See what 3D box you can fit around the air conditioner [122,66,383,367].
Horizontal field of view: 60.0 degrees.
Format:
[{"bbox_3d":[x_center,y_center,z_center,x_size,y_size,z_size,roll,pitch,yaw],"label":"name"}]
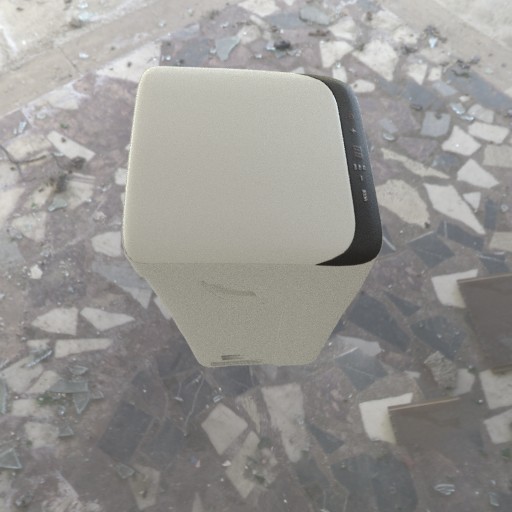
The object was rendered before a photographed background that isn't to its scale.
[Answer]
[{"bbox_3d":[0.000,0.000,0.943,0.369,0.716,0.352,-2,64,-1],"label":"air conditioner"}]
